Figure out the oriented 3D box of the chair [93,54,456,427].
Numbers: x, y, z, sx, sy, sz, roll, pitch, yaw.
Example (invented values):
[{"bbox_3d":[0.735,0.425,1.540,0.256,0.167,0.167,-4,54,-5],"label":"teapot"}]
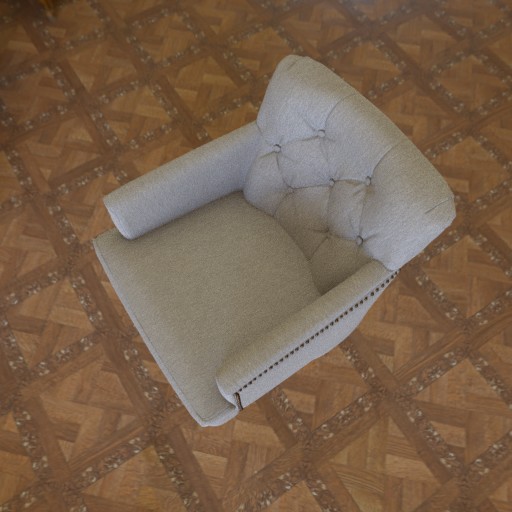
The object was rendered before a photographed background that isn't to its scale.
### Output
[{"bbox_3d":[0.000,0.000,1.495,0.902,0.823,0.737,-32,68,-14],"label":"chair"}]
